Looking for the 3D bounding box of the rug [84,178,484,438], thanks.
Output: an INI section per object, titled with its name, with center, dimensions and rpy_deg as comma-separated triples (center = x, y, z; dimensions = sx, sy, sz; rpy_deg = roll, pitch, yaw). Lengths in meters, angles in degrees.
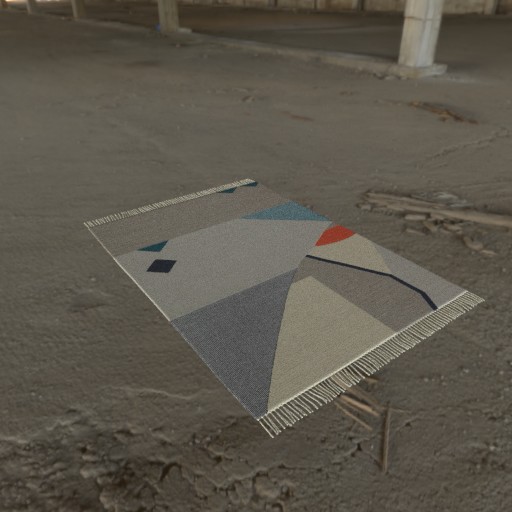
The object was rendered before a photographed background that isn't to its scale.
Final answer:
[rug]
center = 0.000, 0.000, 2.315
dimensions = 1.220, 0.005, 1.828
rpy_deg = -21, 37, -30
